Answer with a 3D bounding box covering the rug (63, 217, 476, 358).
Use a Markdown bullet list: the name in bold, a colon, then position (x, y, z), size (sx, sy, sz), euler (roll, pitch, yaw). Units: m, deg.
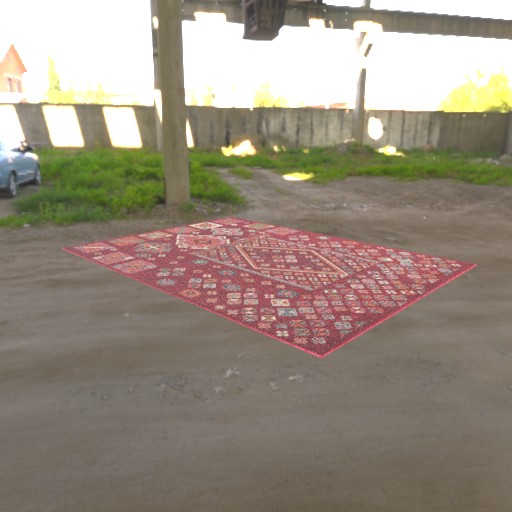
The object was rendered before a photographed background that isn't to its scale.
- **rug**: position (0.000, 0.000, 4.336), size (3.306, 0.011, 2.389), euler (15, 22, 42)
